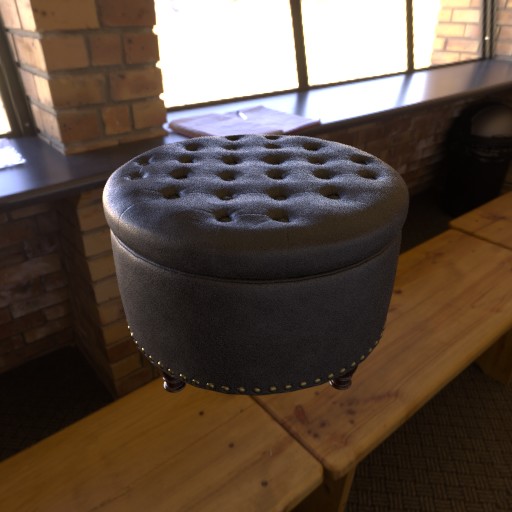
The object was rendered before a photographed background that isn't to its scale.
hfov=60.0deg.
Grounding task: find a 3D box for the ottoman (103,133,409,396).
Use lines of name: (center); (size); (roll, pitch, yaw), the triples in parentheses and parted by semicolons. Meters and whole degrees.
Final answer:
ottoman: (0.000, 0.000, 1.051); (0.637, 0.442, 0.637); (0, 30, 0)
